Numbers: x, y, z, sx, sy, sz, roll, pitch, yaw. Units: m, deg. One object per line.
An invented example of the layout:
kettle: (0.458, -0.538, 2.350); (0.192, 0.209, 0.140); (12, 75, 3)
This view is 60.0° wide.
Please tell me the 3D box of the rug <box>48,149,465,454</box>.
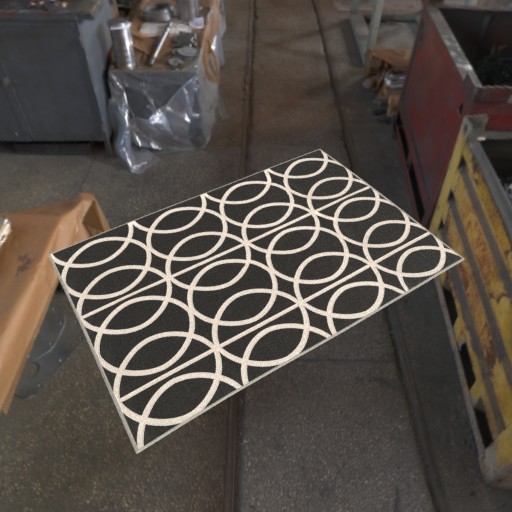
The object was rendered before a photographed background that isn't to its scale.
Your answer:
rug: (0.000, 0.000, 2.915); (2.294, 0.014, 1.528); (-25, 52, -22)
